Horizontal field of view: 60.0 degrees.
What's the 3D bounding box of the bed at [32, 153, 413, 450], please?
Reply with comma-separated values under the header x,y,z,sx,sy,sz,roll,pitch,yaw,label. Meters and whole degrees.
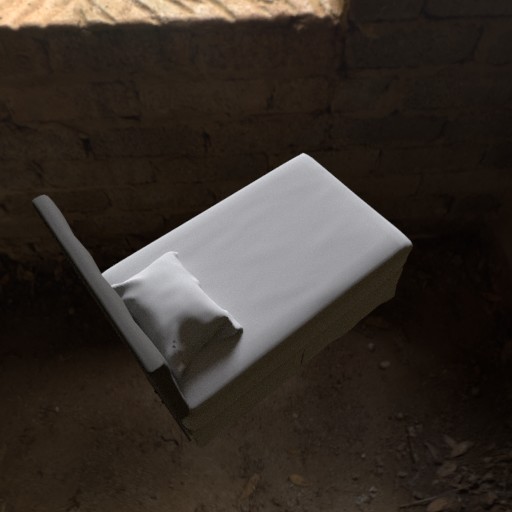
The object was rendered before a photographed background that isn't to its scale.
x,y,z,sx,sy,sz,roll,pitch,yaw,label
0.000,0.000,2.945,1.997,1.571,1.261,-34,63,-20,bed
